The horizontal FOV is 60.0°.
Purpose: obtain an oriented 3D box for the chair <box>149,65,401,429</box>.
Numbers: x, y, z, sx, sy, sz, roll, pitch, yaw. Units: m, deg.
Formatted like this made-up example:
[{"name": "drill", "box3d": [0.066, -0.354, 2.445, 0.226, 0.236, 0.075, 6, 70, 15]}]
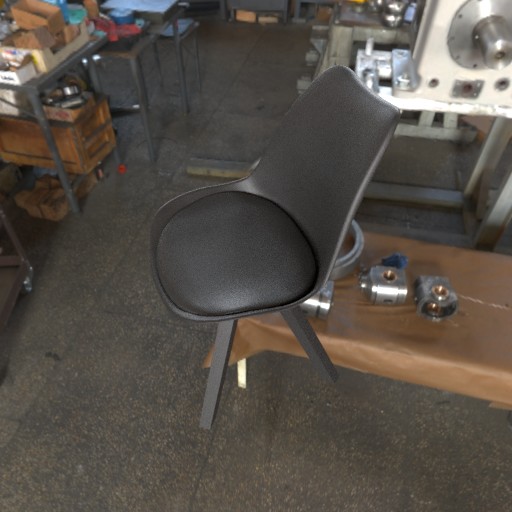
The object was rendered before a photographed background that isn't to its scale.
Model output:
[{"name": "chair", "box3d": [0.000, 0.000, 1.186, 0.550, 0.850, 0.485, -15, 48, -14]}]
